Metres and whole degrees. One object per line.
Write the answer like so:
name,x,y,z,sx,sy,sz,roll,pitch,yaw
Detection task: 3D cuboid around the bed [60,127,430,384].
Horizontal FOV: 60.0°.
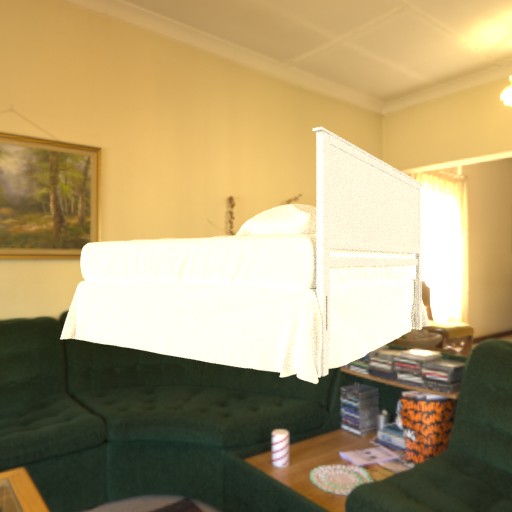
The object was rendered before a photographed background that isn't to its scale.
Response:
bed,0.000,0.000,3.641,2.215,1.273,2.317,-1,-1,35
